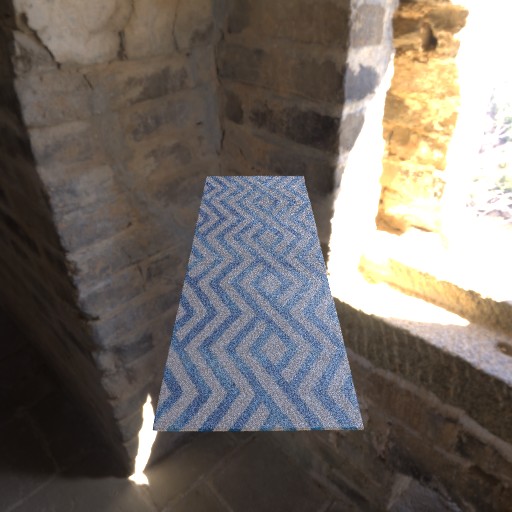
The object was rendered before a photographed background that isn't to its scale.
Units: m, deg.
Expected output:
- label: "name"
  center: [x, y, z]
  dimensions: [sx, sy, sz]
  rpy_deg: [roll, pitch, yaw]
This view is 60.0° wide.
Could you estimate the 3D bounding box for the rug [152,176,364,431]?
- label: "rug"
  center: [0.000, 0.000, 1.668]
  dimensions: [0.503, 0.007, 1.492]
  rpy_deg: [0, 33, 0]
